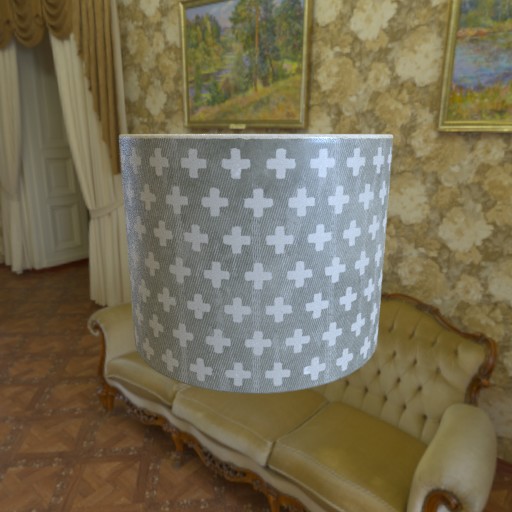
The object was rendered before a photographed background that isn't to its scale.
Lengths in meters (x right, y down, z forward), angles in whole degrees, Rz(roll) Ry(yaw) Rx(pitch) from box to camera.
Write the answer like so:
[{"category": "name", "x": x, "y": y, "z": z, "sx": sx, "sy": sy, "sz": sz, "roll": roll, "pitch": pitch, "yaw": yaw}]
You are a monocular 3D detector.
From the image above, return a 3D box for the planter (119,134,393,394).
[{"category": "planter", "x": 0.000, "y": 0.000, "z": 0.343, "sx": 0.190, "sy": 0.181, "sz": 0.190, "roll": 0, "pitch": 15, "yaw": 0}]
